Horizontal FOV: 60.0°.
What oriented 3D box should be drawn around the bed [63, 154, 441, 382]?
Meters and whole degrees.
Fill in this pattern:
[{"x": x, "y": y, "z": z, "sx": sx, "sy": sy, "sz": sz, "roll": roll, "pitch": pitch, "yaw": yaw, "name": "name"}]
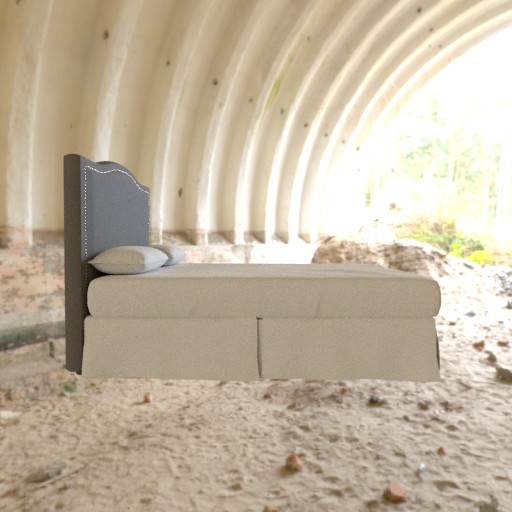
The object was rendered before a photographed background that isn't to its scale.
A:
[{"x": 0.000, "y": 0.000, "z": 3.485, "sx": 2.282, "sy": 1.436, "sz": 1.821, "roll": 0, "pitch": 2, "yaw": 0, "name": "bed"}]
